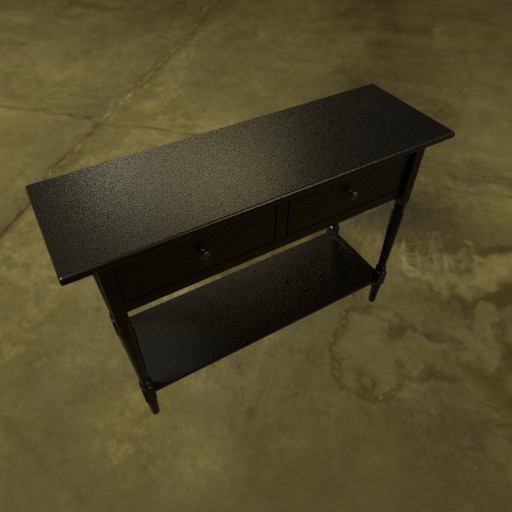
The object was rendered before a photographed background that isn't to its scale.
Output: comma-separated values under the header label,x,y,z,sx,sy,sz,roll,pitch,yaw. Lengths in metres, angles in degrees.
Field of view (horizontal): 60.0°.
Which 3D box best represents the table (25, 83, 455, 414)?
label,x,y,z,sx,sy,sz,roll,pitch,yaw
table,0.000,0.000,1.554,1.191,0.819,0.386,-23,50,-20
